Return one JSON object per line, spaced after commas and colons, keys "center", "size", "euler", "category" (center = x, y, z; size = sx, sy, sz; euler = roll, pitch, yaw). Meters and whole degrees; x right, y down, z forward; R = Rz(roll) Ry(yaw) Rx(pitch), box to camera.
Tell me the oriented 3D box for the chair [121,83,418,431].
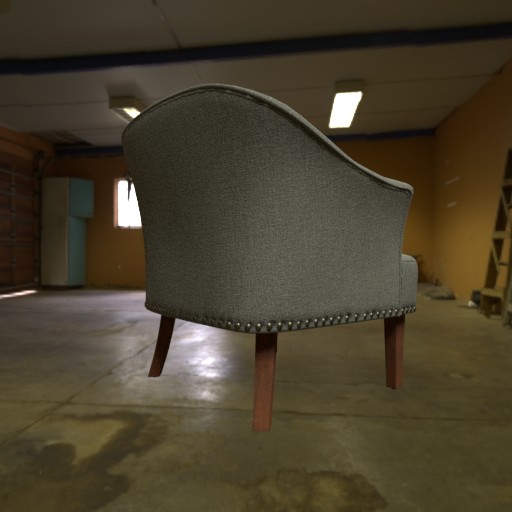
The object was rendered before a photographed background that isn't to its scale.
{"center": [0.000, 0.000, 1.395], "size": [0.704, 0.815, 0.798], "euler": [-1, 1, -39], "category": "chair"}
